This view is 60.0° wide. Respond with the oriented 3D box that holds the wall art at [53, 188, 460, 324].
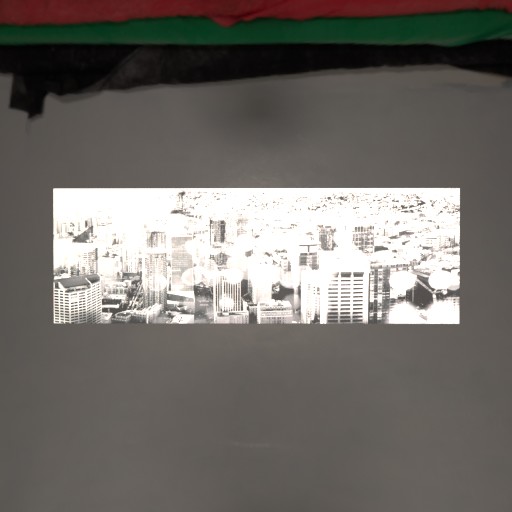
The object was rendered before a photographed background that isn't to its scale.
[{"bbox_3d":[0.000,0.000,0.851,0.763,0.255,0.038,0,0,0],"label":"wall art"}]
